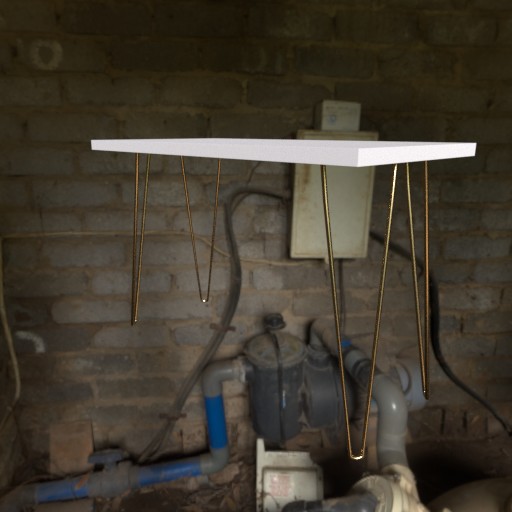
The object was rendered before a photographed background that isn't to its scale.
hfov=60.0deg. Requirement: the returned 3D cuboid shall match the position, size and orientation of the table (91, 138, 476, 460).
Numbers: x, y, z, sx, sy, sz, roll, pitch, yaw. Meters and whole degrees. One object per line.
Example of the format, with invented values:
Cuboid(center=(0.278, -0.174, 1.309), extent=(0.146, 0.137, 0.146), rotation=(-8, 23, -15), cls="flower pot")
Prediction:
Cuboid(center=(0.000, 0.000, 1.318), extent=(0.498, 0.660, 0.991), rotation=(-15, 21, -42), cls="table")
